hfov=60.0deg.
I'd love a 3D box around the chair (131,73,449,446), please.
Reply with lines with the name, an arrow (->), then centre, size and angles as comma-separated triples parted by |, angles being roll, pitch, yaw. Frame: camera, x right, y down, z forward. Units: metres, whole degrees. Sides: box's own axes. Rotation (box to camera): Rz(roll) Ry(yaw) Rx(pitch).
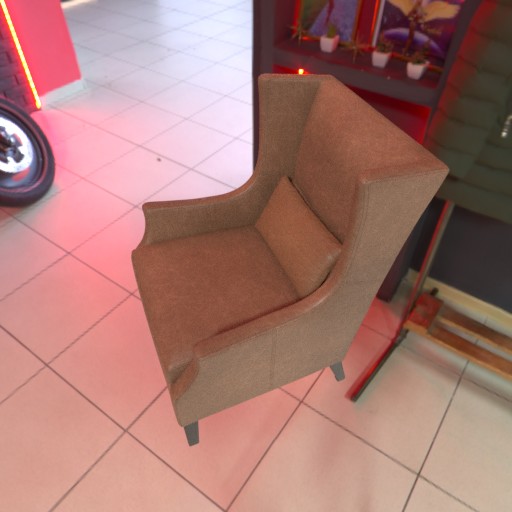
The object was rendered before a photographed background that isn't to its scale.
chair -> 0.000, 0.000, 1.714 | 0.913, 1.088, 0.815 | -16, 47, -15
